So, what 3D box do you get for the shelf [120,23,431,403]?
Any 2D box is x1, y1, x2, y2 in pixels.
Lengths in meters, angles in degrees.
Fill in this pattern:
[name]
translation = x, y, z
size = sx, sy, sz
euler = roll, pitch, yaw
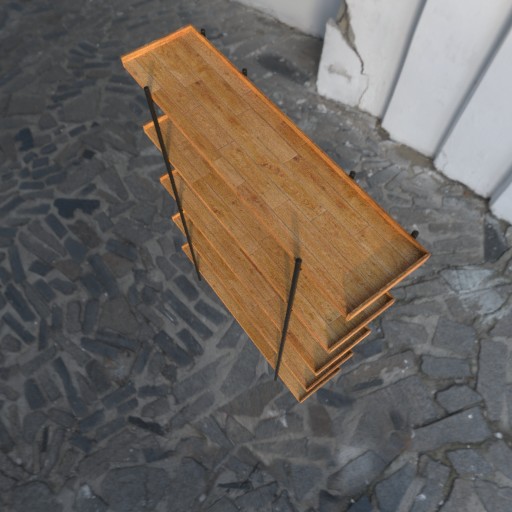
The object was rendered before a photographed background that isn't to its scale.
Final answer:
[shelf]
translation = 0.000, 0.000, 2.389
size = 0.379, 1.826, 1.371
euler = -34, 68, -16
